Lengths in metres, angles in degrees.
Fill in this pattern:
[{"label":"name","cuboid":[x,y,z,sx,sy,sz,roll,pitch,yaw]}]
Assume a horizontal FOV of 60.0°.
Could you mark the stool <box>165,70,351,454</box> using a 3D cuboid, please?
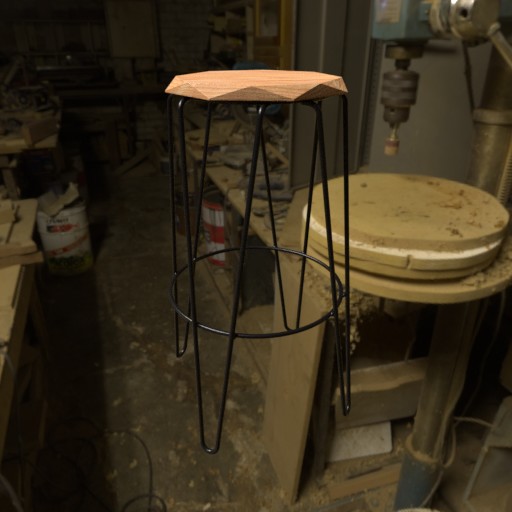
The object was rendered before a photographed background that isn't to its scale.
[{"label":"stool","cuboid":[0.000,0.000,0.810,0.326,0.610,0.326,-9,28,-16]}]
